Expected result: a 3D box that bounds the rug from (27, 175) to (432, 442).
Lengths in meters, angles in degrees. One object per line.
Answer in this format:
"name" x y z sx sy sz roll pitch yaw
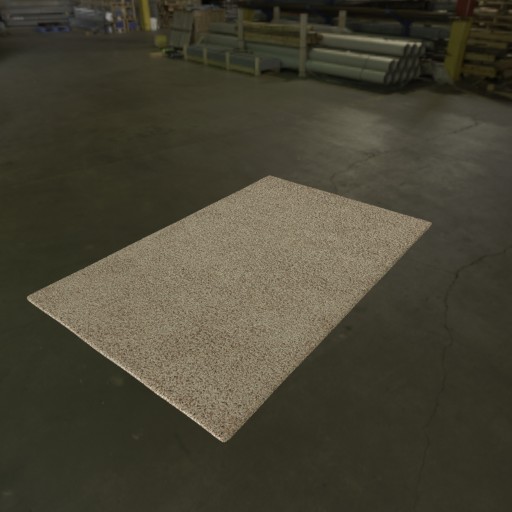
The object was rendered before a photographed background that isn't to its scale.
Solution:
"rug" 0.000 0.000 3.427 1.778 0.030 2.743 23 39 31
